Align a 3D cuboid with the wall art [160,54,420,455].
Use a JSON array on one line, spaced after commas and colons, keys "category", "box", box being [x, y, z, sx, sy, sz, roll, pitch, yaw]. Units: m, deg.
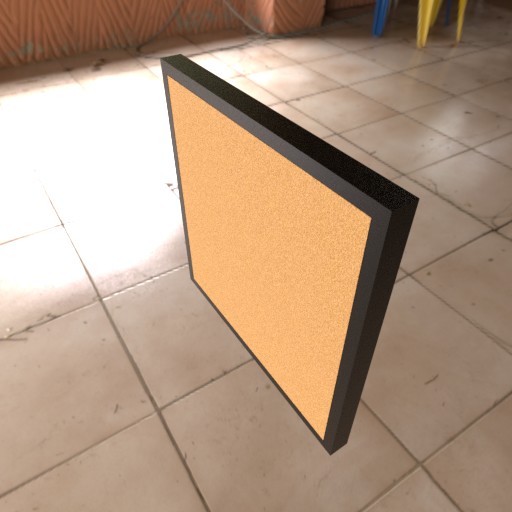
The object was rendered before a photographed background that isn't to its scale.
[{"category": "wall art", "box": [0.000, 0.000, 0.740, 0.038, 0.506, 0.506, -24, 47, -24]}]
